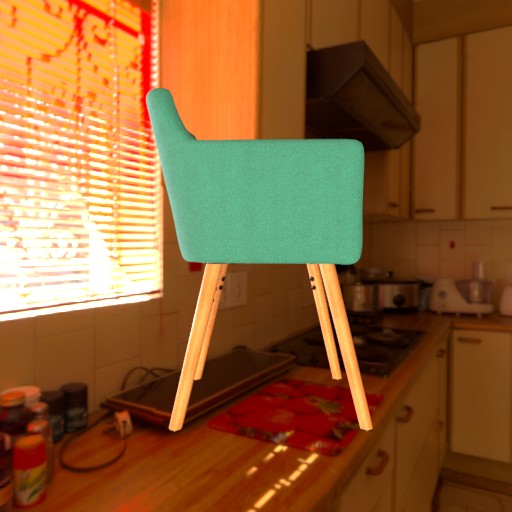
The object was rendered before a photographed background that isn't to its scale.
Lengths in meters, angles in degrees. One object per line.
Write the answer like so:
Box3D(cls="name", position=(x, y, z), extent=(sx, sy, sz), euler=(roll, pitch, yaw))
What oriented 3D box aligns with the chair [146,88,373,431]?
Box3D(cls="chair", position=(0.000, 0.000, 1.193), extent=(0.540, 0.780, 0.570), euler=(0, 2, 0))
